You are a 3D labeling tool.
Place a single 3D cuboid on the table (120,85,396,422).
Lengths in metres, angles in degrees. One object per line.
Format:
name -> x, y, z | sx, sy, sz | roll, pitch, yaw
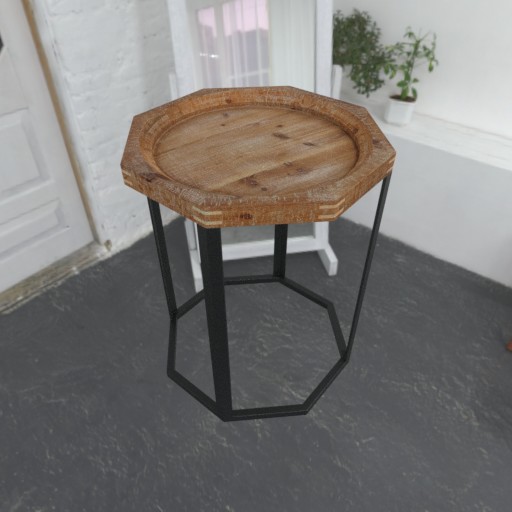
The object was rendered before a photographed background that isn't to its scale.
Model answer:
table -> 0.000, 0.000, 0.918 | 0.458, 0.543, 0.458 | 11, 42, 13
